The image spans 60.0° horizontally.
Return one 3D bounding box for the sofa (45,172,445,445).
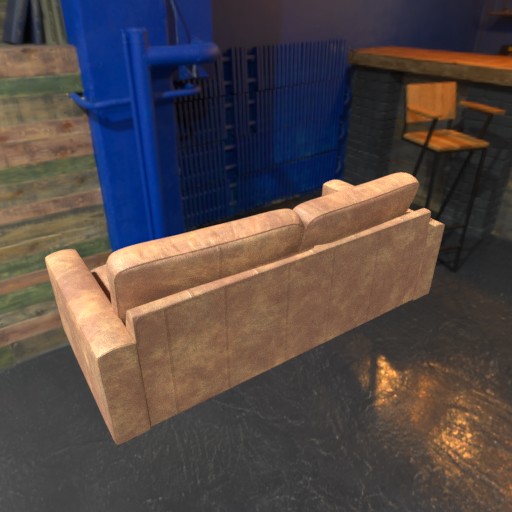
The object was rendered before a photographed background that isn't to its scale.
[{"bbox_3d":[0.000,0.000,2.673,2.179,0.873,1.016,-18,35,-29],"label":"sofa"}]
